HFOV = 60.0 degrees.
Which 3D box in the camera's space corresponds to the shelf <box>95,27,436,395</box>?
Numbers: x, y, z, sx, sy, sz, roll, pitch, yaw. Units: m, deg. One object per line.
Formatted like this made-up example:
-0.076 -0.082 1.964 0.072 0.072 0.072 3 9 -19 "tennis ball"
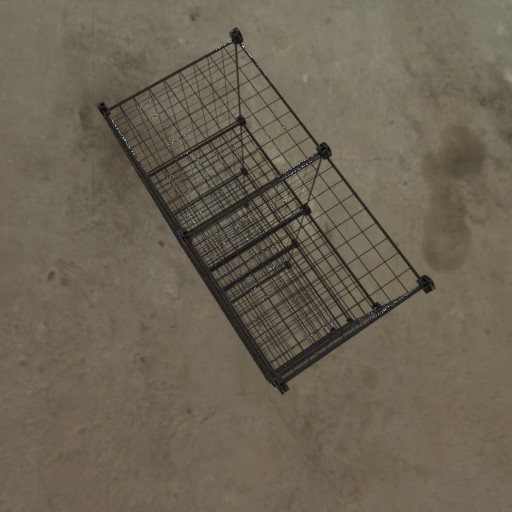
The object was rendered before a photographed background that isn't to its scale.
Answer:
0.000 0.000 1.403 0.356 1.067 0.711 -32 78 -8 "shelf"
